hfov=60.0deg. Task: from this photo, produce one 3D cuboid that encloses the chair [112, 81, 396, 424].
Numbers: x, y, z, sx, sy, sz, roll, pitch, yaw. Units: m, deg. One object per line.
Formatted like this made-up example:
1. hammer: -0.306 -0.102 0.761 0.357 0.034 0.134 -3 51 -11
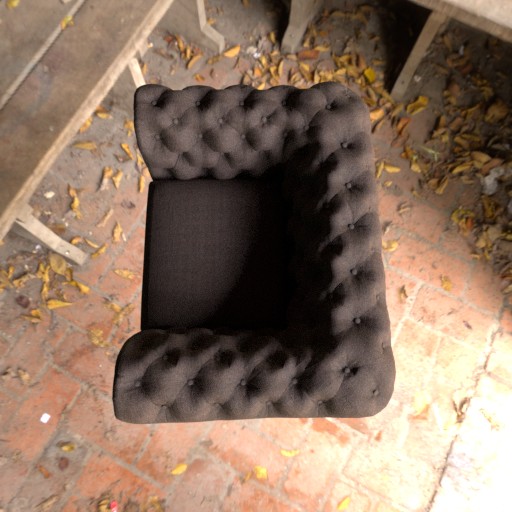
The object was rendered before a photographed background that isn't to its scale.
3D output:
1. chair: 0.000 0.000 1.893 0.945 0.780 1.298 -1 74 0
